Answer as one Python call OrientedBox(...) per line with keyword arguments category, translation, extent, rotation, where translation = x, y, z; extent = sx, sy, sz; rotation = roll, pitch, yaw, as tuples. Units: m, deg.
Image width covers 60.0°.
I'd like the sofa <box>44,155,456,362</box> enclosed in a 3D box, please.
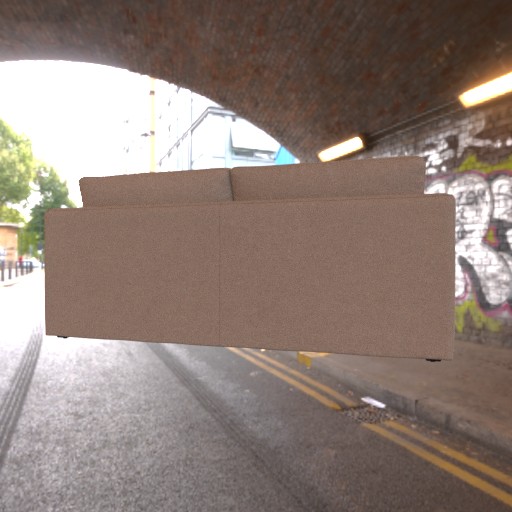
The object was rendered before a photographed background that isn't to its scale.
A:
OrientedBox(category="sofa", translation=(0.000, 0.000, 2.449), extent=(1.905, 0.839, 1.091), rotation=(0, 0, 17))
